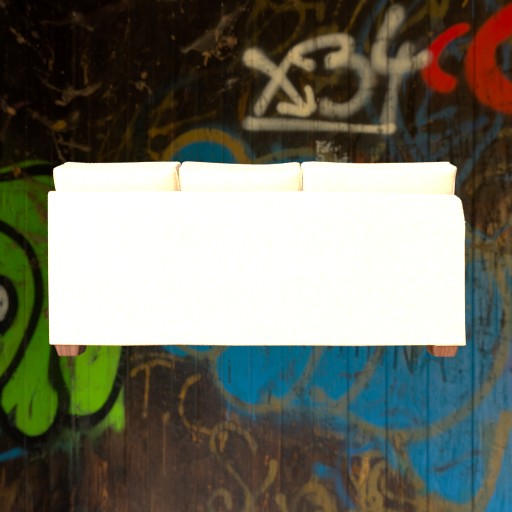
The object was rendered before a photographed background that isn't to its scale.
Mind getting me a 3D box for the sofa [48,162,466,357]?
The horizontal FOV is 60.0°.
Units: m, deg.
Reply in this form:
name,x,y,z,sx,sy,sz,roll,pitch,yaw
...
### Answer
name,x,y,z,sx,sy,sz,roll,pitch,yaw
sofa,0.000,0.000,2.553,1.962,0.946,1.034,0,0,0
